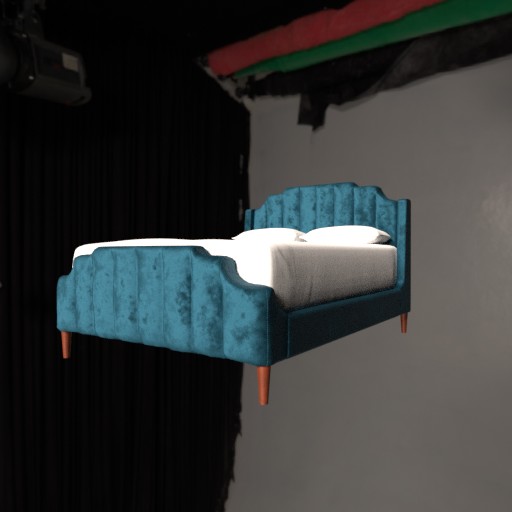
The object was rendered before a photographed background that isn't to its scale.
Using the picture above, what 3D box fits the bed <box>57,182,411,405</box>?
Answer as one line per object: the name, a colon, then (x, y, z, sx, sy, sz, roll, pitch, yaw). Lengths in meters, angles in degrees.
bed: (0.000, 0.000, 3.367, 1.678, 1.338, 2.322, 0, 1, 35)
